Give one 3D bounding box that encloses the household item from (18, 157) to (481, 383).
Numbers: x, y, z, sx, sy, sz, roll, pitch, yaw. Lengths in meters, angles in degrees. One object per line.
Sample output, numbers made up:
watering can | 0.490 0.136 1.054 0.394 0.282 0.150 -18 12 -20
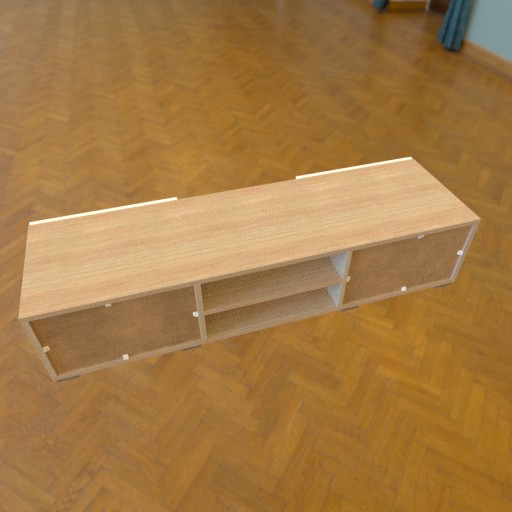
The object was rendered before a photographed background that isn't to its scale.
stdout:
household item | 0.000 0.000 1.536 1.400 0.310 0.420 -12 44 -13
